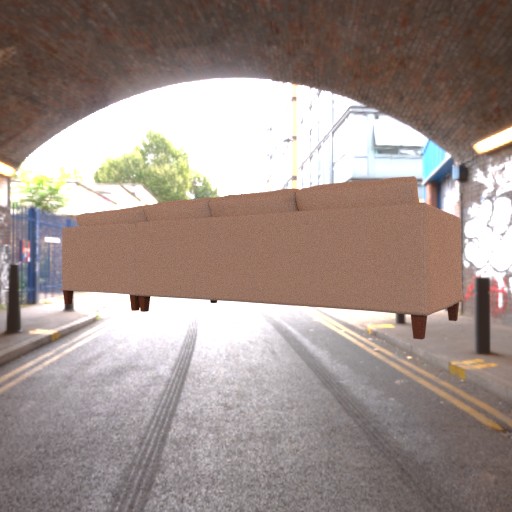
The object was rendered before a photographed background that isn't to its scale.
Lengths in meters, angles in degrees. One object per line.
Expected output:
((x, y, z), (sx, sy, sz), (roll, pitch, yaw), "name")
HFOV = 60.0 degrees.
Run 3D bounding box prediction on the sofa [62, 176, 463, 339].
((0.000, 0.000, 3.747), (3.186, 0.861, 1.625), (0, -1, 35), "sofa")
